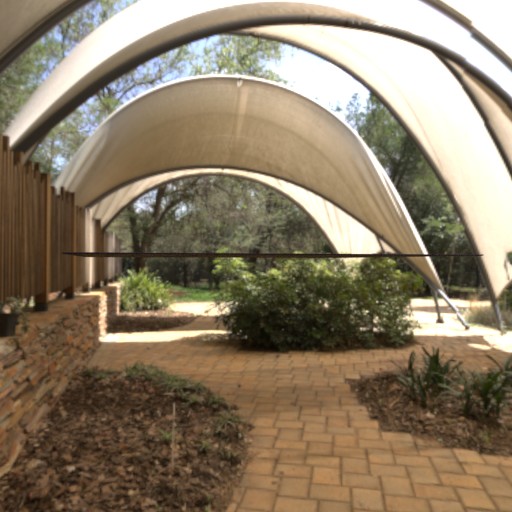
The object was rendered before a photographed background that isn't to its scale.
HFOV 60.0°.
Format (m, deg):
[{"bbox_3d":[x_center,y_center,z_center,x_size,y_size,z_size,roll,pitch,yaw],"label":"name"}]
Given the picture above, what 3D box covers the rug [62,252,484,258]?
[{"bbox_3d":[0.000,0.000,2.965,2.232,0.009,1.630,0,-1,-18],"label":"rug"}]
